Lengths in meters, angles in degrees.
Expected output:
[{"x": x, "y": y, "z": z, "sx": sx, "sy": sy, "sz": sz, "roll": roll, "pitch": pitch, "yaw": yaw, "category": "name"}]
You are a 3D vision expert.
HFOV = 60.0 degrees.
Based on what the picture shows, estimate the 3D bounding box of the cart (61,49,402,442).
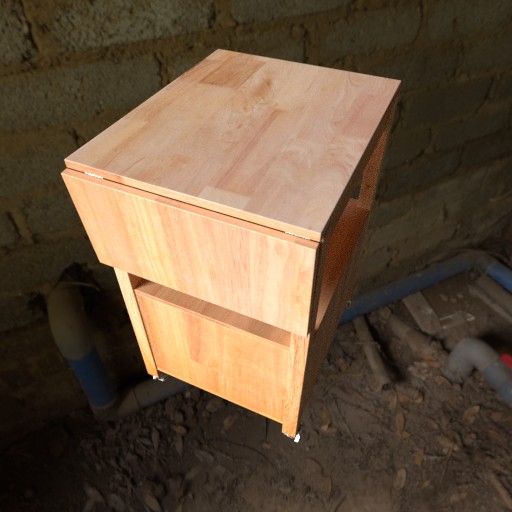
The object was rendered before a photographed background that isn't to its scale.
[{"x": 0.000, "y": 0.000, "z": 1.234, "sx": 0.508, "sy": 0.838, "sz": 0.640, "roll": 18, "pitch": 47, "yaw": 17, "category": "cart"}]
